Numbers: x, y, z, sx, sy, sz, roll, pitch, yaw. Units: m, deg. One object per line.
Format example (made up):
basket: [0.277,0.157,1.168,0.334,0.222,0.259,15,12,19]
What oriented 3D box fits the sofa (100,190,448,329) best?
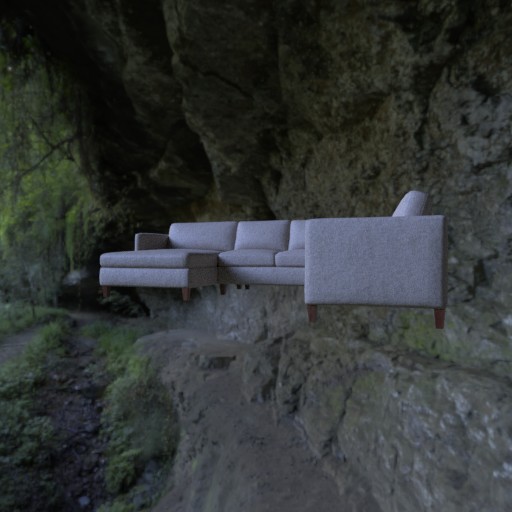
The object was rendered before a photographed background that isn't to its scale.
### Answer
sofa: [0.000,0.000,4.464,3.403,0.889,2.551,0,0,19]
